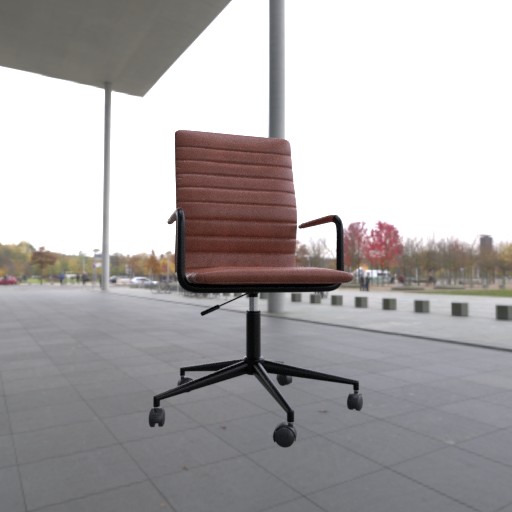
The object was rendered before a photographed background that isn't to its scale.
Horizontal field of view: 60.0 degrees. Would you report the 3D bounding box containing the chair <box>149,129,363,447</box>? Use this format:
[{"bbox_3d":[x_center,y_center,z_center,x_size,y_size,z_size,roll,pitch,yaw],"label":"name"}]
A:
[{"bbox_3d":[0.000,0.000,1.276,0.600,0.878,0.578,1,-3,-17],"label":"chair"}]
